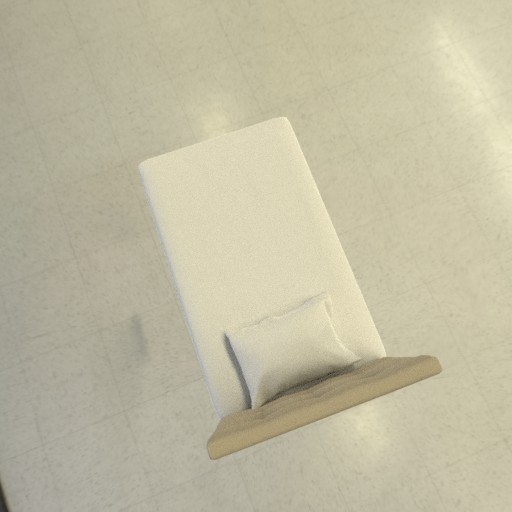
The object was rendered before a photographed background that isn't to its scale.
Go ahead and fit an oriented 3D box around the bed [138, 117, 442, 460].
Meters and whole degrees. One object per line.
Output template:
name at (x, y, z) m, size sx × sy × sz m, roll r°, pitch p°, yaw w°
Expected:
bed at (0.000, 0.000, 2.960) m, size 1.261 × 1.571 × 1.997 m, roll -19°, pitch 77°, yaw -5°
